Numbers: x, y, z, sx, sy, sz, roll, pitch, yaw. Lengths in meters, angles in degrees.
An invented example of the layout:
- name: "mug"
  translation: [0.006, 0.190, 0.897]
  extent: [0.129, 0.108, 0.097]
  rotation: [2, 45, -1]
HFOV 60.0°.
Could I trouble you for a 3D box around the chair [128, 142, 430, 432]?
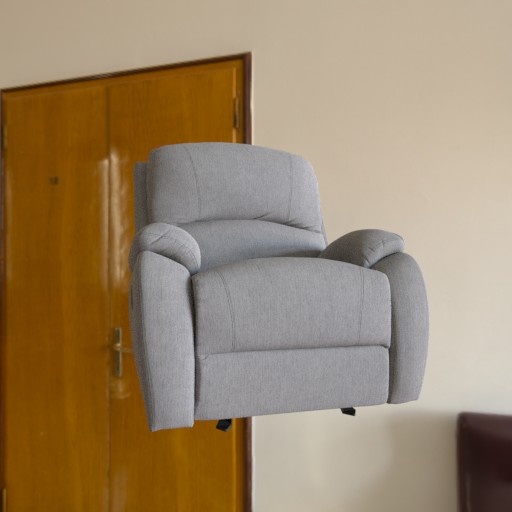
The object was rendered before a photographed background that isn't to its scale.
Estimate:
- name: "chair"
  translation: [0.000, 0.000, 1.685]
  extent: [0.930, 1.011, 0.899]
  rotation: [0, 0, -18]
